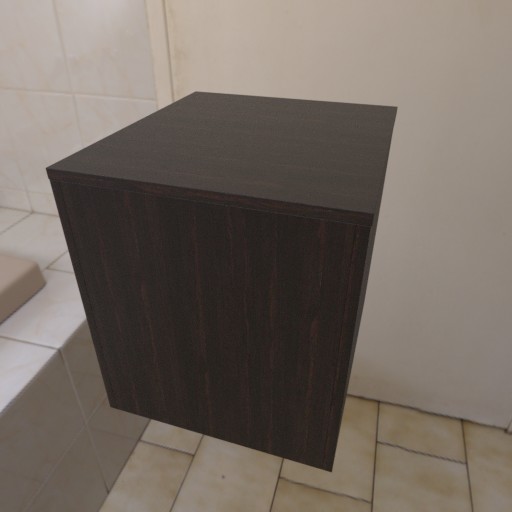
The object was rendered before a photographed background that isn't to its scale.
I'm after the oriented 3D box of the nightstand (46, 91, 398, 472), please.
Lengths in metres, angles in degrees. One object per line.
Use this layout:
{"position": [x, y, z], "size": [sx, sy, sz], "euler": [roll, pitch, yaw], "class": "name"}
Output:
{"position": [0.000, 0.000, 0.806], "size": [0.400, 0.460, 0.461], "euler": [10, 34, 15], "class": "nightstand"}
